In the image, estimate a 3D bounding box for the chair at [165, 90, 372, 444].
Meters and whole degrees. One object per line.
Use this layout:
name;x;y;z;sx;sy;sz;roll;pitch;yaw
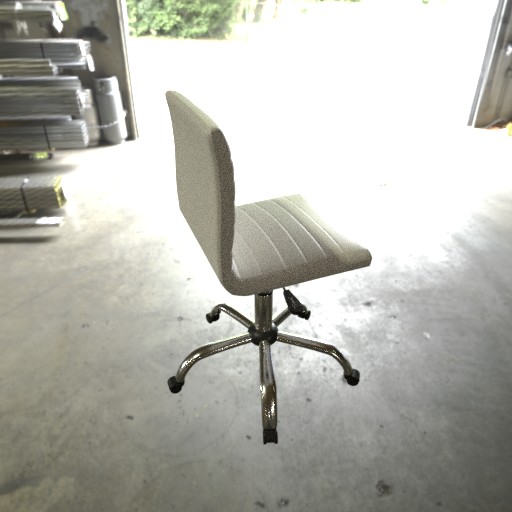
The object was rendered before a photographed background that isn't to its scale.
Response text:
chair;0.000;0.000;1.144;0.530;0.780;0.556;-11;32;-18
